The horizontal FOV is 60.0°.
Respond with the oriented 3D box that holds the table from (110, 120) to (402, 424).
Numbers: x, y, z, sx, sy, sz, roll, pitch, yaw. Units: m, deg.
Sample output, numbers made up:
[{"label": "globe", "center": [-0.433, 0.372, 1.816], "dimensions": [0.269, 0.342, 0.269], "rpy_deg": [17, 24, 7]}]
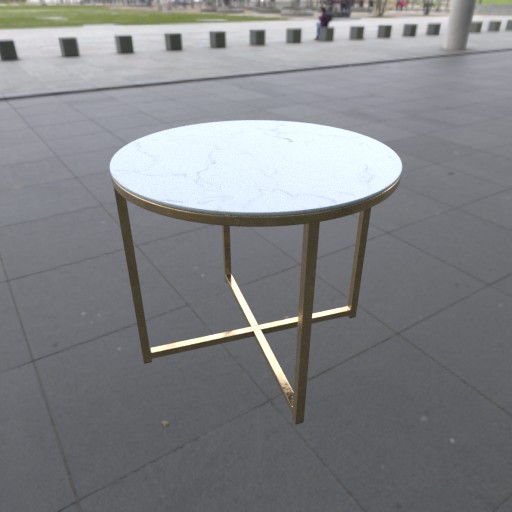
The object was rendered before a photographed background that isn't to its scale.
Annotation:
[{"label": "table", "center": [0.000, 0.000, 0.892], "dimensions": [0.500, 0.420, 0.500], "rpy_deg": [0, 30, 0]}]
